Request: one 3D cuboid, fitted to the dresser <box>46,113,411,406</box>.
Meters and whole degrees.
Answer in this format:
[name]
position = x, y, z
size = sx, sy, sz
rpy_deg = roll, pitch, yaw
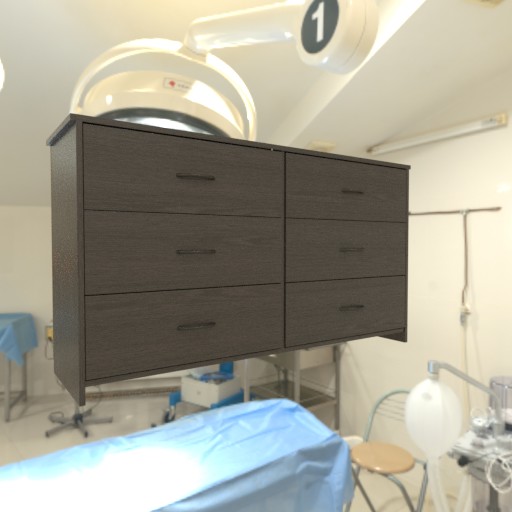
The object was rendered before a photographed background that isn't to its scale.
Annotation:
[dresser]
position = 0.000, 0.000, 1.651
size = 1.360, 0.755, 0.401
rpy_deg = -1, 2, -34
